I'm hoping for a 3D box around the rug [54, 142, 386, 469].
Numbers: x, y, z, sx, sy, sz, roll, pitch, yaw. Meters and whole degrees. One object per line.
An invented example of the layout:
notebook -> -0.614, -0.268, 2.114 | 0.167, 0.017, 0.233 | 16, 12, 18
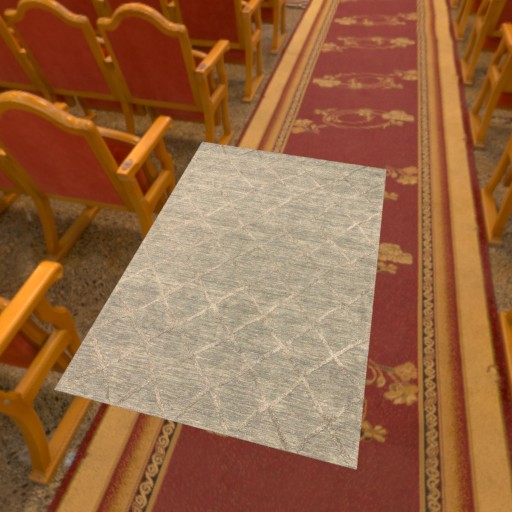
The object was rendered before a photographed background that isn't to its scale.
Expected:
rug -> 0.000, 0.000, 2.860 | 1.521, 0.006, 2.283 | 11, 49, 10
